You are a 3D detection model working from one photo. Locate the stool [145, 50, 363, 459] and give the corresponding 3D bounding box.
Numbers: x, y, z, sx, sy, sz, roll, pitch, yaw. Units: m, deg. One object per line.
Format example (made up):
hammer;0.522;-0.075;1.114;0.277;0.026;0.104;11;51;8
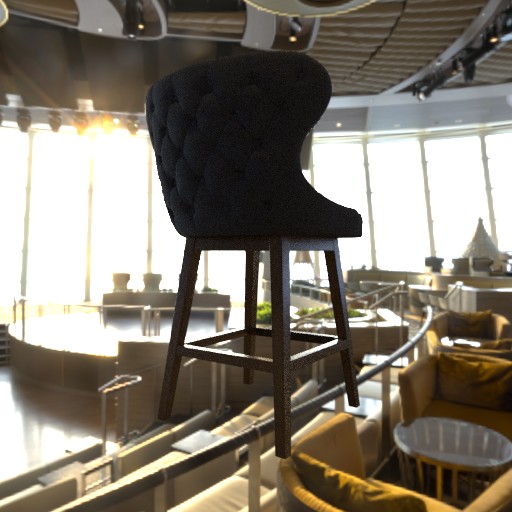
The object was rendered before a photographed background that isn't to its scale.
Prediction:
stool;0.000;0.000;1.347;0.615;0.972;0.597;0;1;35
